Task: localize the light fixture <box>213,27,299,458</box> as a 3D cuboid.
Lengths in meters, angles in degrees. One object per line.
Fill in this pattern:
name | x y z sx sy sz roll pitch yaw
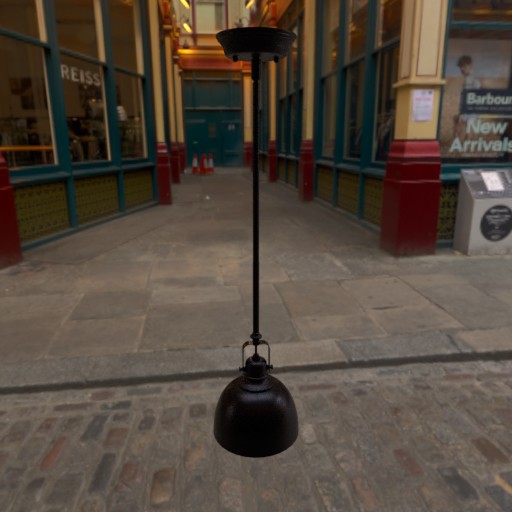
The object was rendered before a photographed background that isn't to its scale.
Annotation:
light fixture | 0.000 0.000 0.848 0.182 0.768 0.182 -2 15 -8
